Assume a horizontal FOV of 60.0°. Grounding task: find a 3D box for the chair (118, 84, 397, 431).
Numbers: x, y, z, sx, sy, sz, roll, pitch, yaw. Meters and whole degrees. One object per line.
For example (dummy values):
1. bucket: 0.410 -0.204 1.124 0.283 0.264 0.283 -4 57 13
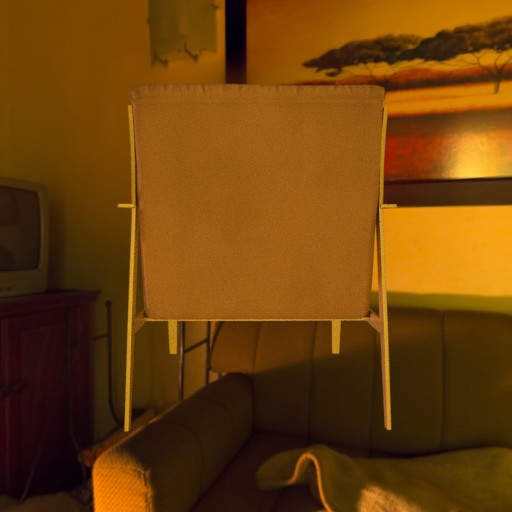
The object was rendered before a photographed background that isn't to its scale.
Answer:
1. chair: 0.000 0.000 1.444 0.701 0.823 0.848 0 0 -1
